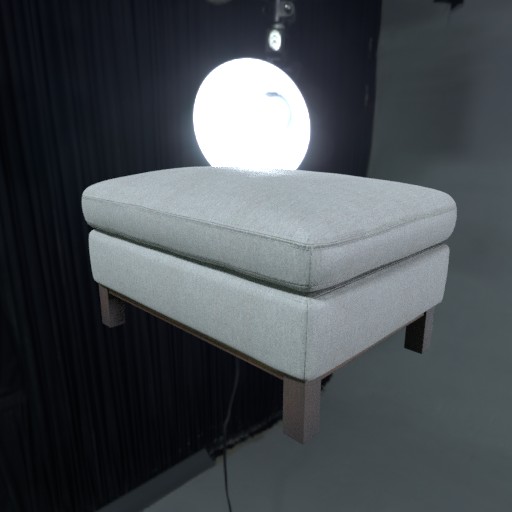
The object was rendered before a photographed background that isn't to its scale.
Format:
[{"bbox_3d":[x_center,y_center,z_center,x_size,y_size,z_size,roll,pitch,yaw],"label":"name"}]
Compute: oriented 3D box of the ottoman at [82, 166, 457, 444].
[{"bbox_3d":[0.000,0.000,1.037,0.735,0.404,0.528,15,21,43],"label":"ottoman"}]
